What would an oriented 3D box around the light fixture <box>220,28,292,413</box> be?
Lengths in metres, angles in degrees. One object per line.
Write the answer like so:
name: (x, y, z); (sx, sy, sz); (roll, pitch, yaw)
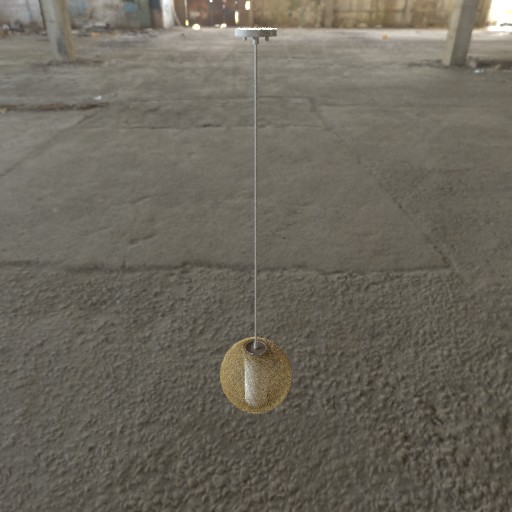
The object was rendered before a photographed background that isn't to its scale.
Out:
light fixture: (0.000, 0.000, 2.142); (0.407, 1.955, 0.406); (-1, 29, -1)
